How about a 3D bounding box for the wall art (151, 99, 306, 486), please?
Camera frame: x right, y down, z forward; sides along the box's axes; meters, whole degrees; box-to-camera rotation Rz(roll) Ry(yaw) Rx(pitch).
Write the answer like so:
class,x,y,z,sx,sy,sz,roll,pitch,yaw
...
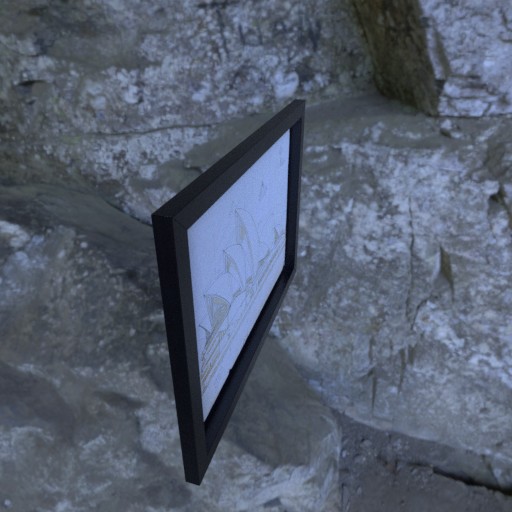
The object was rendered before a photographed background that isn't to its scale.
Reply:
class,x,y,z,sx,sy,sz,roll,pitch,yaw
wall art,0.000,0.000,0.847,0.027,0.458,0.657,9,31,15
